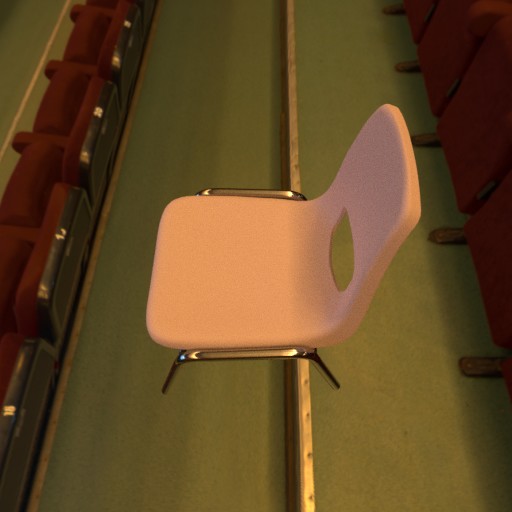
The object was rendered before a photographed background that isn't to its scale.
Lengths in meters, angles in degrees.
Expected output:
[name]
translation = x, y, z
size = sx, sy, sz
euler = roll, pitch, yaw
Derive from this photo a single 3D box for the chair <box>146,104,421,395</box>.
[chair]
translation = 0.000, 0.000, 0.772
size = 0.385, 0.537, 0.354
euler = 0, 59, 0
